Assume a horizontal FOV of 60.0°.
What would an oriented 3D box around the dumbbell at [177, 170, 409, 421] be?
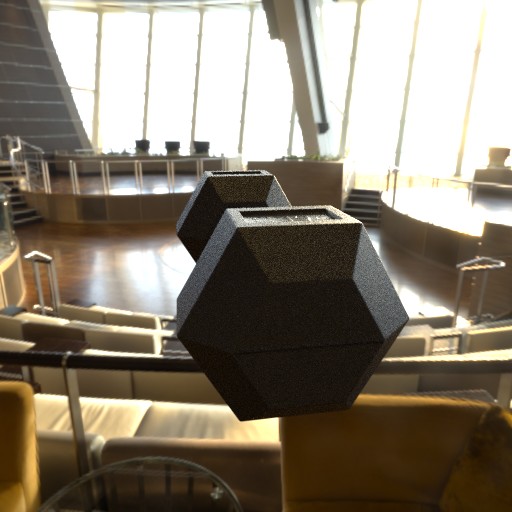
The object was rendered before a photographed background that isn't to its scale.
[{"bbox_3d":[0.000,0.000,0.367,0.129,0.113,0.315,-3,17,-9],"label":"dumbbell"}]
